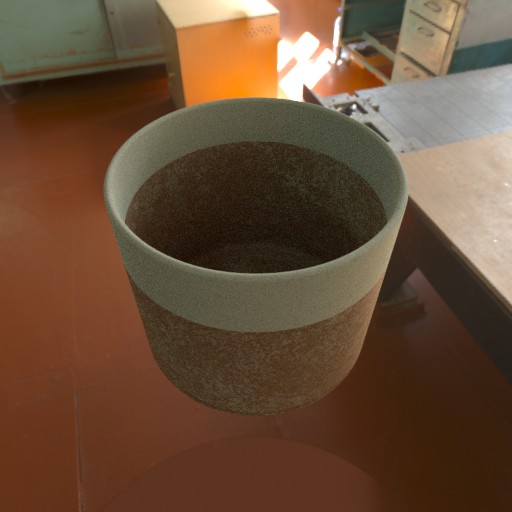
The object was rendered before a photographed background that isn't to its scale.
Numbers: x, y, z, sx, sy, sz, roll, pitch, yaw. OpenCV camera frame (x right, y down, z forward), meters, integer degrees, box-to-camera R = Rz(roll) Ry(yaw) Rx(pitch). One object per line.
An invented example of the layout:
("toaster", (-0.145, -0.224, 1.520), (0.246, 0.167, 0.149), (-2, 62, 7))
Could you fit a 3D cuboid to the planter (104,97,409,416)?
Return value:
("planter", (0.000, 0.000, 0.285), (0.159, 0.138, 0.159), (0, 46, 0))
